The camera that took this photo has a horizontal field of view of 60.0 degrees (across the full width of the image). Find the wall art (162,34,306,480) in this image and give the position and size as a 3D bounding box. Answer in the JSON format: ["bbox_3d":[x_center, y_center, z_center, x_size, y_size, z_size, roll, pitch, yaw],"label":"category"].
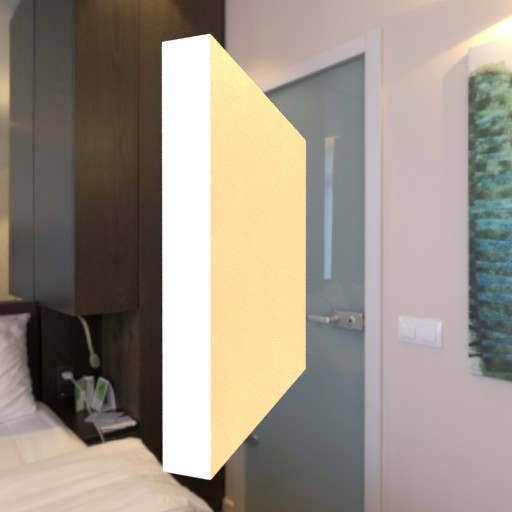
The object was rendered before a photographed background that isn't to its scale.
[{"bbox_3d":[0.000,0.000,0.453,0.038,0.305,0.305,0,1,19],"label":"wall art"}]
